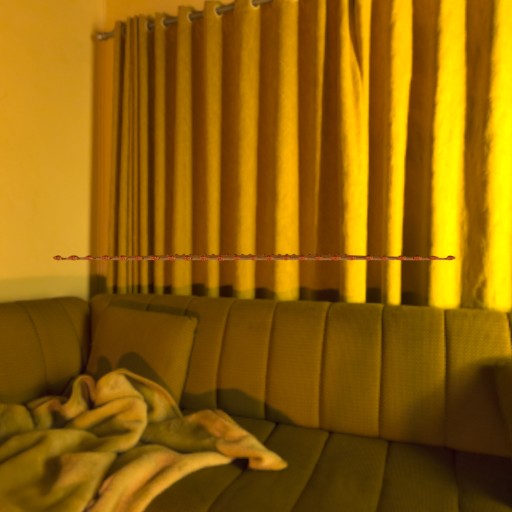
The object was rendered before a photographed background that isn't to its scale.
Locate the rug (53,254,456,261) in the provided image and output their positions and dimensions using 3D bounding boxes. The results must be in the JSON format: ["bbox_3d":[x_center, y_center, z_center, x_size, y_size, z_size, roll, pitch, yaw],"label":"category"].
[{"bbox_3d":[0.000,0.000,4.368,2.451,0.035,3.369,0,0,1],"label":"rug"}]
